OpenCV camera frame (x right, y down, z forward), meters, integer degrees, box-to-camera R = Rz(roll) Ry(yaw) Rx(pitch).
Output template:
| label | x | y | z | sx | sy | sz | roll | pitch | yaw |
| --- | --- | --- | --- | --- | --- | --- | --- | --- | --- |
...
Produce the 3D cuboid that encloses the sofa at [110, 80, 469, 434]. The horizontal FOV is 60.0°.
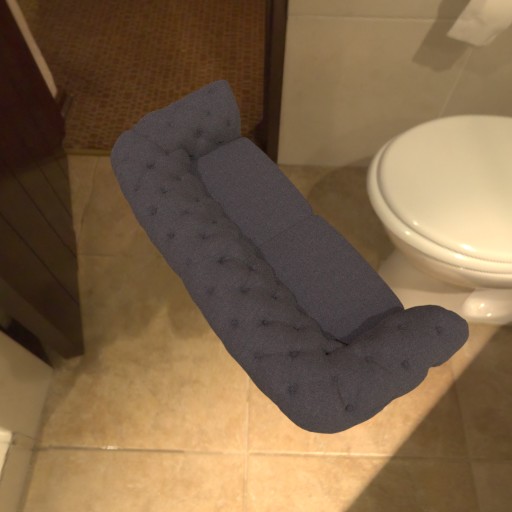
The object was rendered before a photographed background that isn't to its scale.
| label | x | y | z | sx | sy | sz | roll | pitch | yaw |
| --- | --- | --- | --- | --- | --- | --- | --- | --- | --- |
| sofa | 0.000 | 0.000 | 2.812 | 1.046 | 0.836 | 2.335 | -32 | 65 | -16 |
